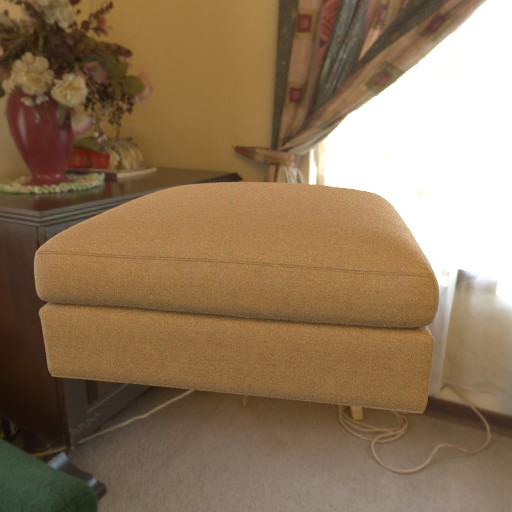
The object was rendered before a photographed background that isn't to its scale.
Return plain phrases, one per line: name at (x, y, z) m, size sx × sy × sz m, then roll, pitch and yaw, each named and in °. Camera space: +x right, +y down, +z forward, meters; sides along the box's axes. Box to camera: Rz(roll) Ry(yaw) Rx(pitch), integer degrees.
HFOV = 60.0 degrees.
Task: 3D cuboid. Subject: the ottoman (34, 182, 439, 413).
ottoman at (0.000, 0.000, 1.579) m, size 1.041 × 0.470 × 1.041 m, roll 3°, pitch 17°, yaw 9°
